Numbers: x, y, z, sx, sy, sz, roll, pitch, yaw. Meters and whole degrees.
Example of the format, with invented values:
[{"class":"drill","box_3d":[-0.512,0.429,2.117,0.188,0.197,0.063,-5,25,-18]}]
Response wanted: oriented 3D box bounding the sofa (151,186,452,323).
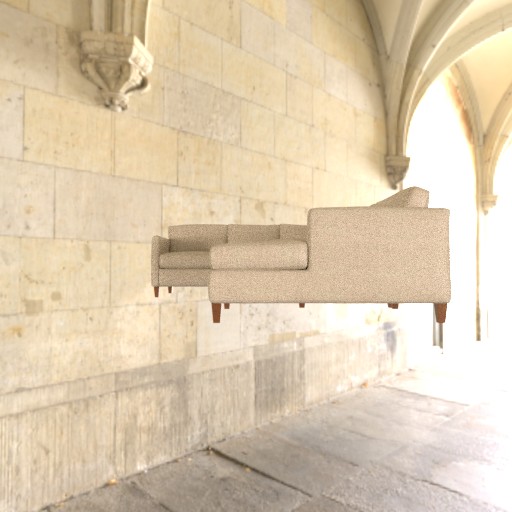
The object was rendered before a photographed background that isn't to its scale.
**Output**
[{"class":"sofa","box_3d":[0.000,0.000,4.570,2.594,0.961,3.460,0,-1,0]}]
